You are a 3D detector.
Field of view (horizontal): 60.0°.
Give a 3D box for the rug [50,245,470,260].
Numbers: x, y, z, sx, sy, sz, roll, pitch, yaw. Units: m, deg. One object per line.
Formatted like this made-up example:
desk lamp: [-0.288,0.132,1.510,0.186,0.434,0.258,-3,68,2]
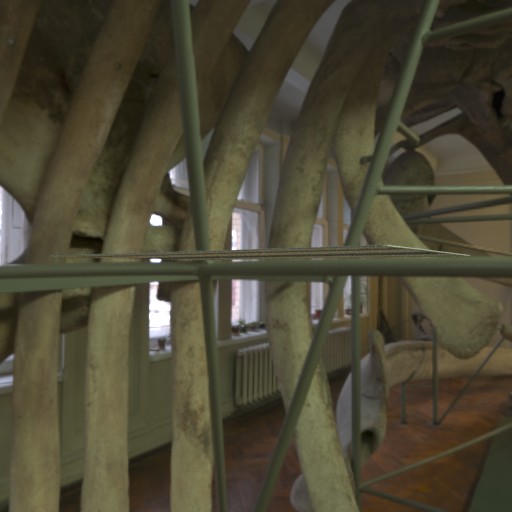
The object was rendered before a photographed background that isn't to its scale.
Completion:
rug: [0.000,0.000,2.331,1.854,0.006,1.234,-1,-2,36]
